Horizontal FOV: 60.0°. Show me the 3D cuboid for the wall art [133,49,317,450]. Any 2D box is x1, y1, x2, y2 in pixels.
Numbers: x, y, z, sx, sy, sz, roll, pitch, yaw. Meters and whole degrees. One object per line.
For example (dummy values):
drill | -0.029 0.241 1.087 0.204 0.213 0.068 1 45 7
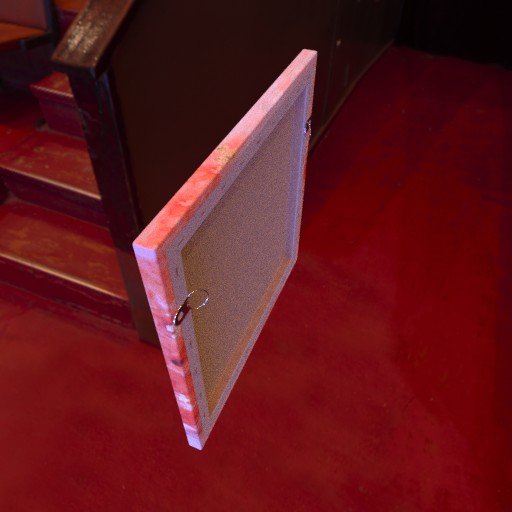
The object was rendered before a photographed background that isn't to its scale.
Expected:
wall art | 0.000 0.000 1.123 0.064 0.746 0.747 17 49 16
